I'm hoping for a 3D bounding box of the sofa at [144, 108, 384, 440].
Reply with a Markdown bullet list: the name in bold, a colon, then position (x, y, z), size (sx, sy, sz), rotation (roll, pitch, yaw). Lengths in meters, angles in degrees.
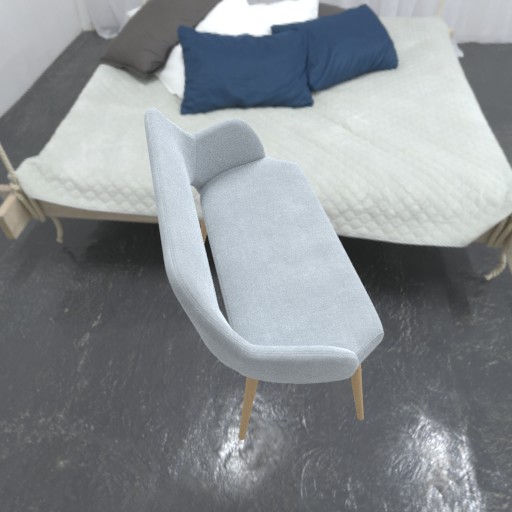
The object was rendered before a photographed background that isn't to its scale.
- **sofa**: position (0.000, 0.000, 1.616), size (0.610, 0.840, 1.150), rotation (-10, 49, -9)
